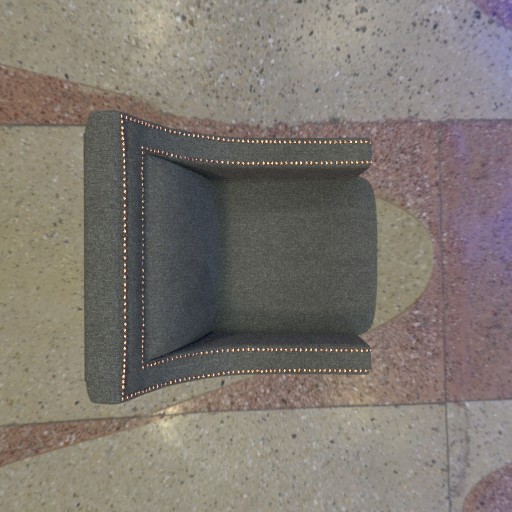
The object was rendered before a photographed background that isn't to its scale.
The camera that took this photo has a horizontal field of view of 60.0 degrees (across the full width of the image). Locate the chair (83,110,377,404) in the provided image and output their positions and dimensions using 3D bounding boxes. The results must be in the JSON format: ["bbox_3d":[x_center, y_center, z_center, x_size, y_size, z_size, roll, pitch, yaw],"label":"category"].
[{"bbox_3d":[0.000,0.000,1.610,0.884,0.967,0.776,0,91,0],"label":"chair"}]
